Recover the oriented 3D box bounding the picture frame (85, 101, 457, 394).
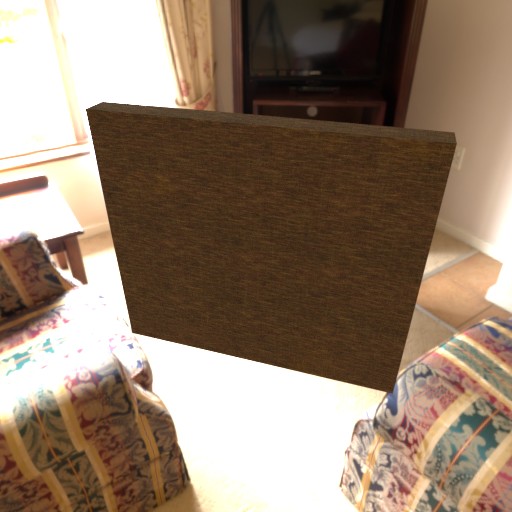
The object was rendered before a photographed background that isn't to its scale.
[{"bbox_3d":[0.000,0.000,0.539,0.378,0.330,0.033,10,35,14],"label":"picture frame"}]
